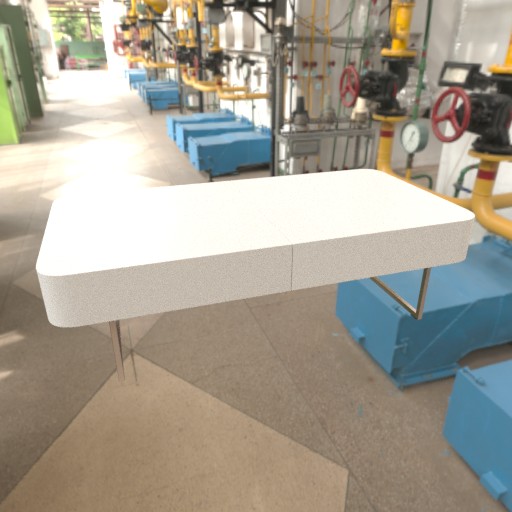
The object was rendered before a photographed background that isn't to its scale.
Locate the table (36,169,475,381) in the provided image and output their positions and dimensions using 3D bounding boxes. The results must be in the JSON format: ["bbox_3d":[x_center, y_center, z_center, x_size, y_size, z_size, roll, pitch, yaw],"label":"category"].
[{"bbox_3d":[0.000,0.000,1.443,1.200,0.340,0.600,-8,27,-16],"label":"table"}]
